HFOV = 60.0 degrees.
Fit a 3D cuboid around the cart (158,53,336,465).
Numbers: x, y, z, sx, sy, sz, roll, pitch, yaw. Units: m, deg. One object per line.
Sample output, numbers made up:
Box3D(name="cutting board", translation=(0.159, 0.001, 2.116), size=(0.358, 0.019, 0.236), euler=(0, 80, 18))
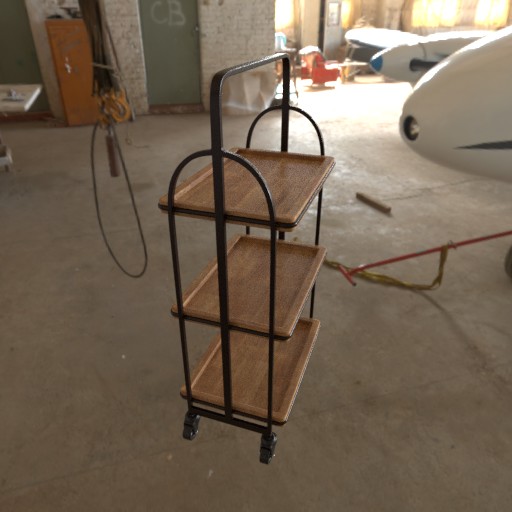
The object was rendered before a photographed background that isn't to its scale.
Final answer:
Box3D(name="cart", translation=(0.000, 0.000, 1.236), size=(0.327, 1.001, 0.553), euler=(10, 31, 17))
